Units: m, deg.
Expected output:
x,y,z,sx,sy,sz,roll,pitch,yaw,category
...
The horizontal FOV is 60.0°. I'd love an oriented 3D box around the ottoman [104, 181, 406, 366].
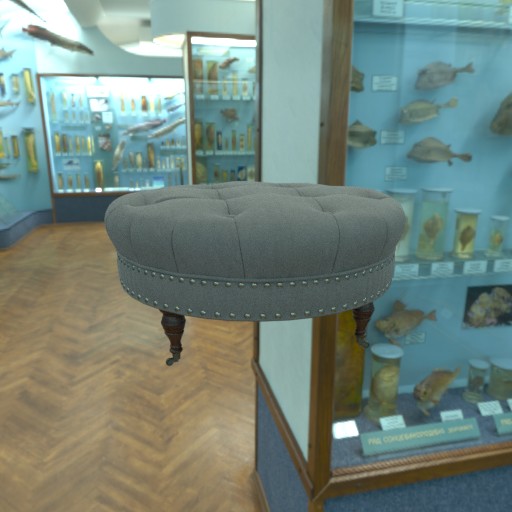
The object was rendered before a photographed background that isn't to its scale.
x,y,z,sx,sy,sz,roll,pitch,yaw,category
0.000,0.000,1.425,0.901,0.439,0.901,0,15,0,ottoman
